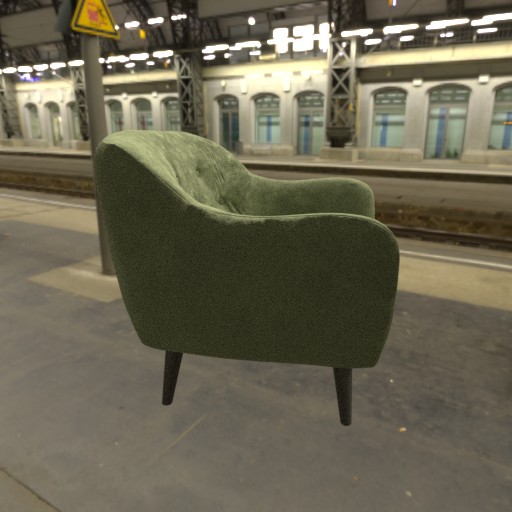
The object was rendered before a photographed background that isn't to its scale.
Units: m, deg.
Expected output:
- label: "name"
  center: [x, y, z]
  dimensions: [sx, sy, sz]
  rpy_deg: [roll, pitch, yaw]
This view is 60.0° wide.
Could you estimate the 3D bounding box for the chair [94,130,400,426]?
- label: "chair"
  center: [0.000, 0.000, 1.470]
  dimensions: [0.819, 0.804, 0.840]
  rpy_deg: [3, 16, 10]
